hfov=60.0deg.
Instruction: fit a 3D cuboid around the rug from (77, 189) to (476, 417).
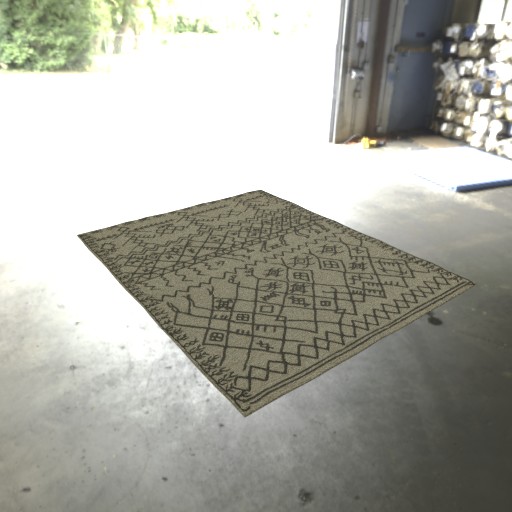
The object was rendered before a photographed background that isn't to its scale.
[{"bbox_3d":[0.000,0.000,3.369,1.964,0.025,2.455,-19,33,-32],"label":"rug"}]
